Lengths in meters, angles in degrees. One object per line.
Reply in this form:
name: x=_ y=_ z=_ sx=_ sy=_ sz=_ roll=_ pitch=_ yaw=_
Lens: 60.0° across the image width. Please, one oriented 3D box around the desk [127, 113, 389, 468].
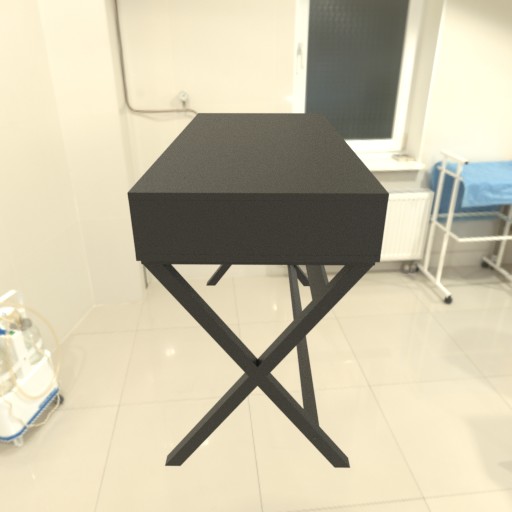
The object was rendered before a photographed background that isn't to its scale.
desk: x=0.000 y=0.000 z=1.498 sx=0.525 sy=0.780 sz=1.057 roll=0 pitch=26 yaw=1
